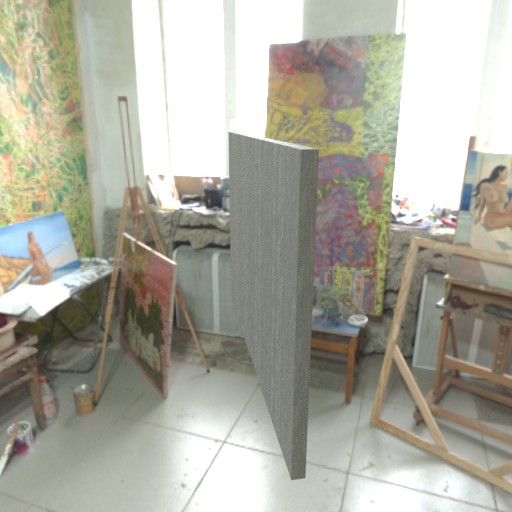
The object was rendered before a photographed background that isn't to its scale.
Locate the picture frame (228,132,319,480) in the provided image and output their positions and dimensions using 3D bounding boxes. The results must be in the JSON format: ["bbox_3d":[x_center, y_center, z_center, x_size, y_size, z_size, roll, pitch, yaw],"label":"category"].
[{"bbox_3d":[0.000,0.000,1.234,0.029,0.640,0.950,-3,18,-10],"label":"picture frame"}]
